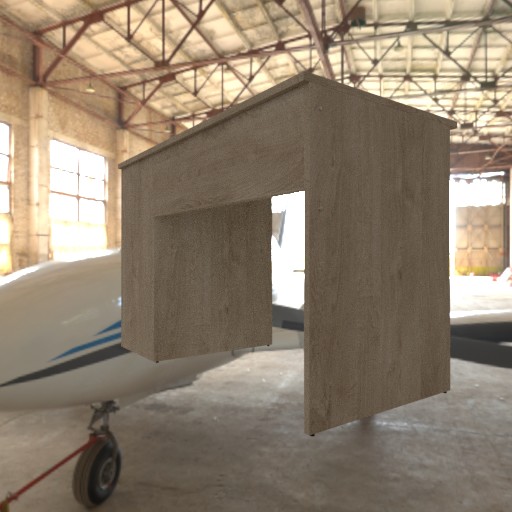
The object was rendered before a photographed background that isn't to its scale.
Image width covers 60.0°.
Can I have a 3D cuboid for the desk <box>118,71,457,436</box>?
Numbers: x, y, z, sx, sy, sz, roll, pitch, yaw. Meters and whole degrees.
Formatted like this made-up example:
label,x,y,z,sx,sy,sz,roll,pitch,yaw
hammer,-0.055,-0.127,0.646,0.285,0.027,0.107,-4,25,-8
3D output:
label,x,y,z,sx,sy,sz,roll,pitch,yaw
desk,0.000,0.000,1.482,0.560,0.730,1.096,0,0,-36
